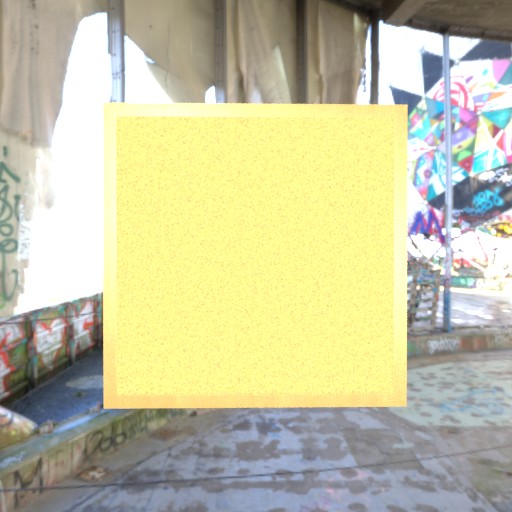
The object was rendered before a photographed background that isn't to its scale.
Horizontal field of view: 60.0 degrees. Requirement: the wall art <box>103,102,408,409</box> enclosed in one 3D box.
[{"bbox_3d":[0.000,0.000,2.869,1.935,1.936,0.097,0,0,-1],"label":"wall art"}]
